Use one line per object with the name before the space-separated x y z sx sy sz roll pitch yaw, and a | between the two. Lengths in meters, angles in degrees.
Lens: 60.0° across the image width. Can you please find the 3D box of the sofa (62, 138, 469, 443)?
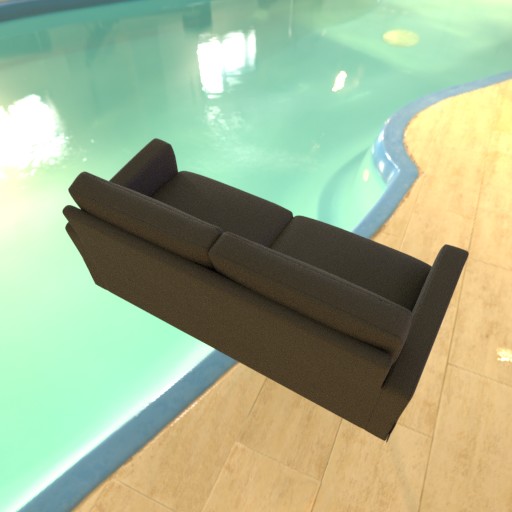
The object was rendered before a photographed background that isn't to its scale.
sofa | 0.000 0.000 2.276 1.852 0.839 0.898 24 52 20
